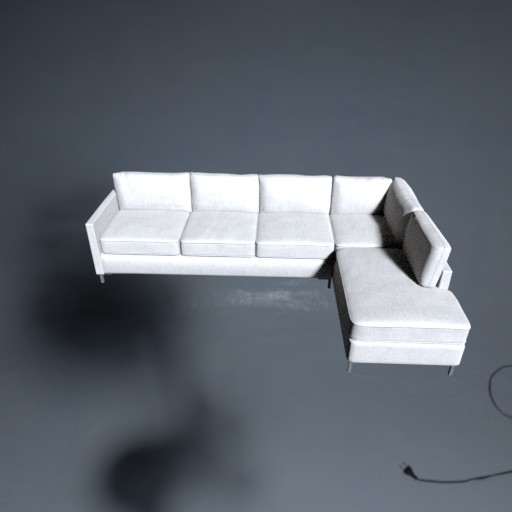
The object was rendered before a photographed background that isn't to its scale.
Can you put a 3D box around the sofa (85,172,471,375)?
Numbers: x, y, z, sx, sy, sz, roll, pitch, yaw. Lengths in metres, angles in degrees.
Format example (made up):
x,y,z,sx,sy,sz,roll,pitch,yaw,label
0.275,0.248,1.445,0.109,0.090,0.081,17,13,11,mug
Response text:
x,y,z,sx,sy,sz,roll,pitch,yaw,label
0.000,0.000,4.255,3.331,0.964,2.077,1,32,2,sofa
